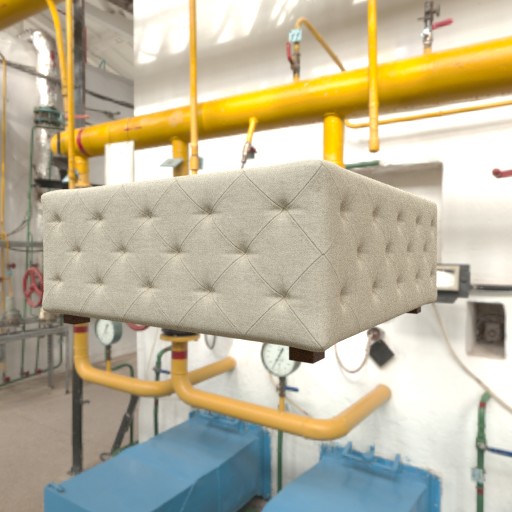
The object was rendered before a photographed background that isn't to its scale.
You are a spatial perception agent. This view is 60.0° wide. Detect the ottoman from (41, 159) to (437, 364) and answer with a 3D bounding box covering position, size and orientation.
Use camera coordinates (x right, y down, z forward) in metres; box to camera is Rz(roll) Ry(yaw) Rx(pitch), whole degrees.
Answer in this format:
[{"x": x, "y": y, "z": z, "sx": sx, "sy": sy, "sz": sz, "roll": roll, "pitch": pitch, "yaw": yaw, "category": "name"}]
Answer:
[{"x": 0.000, "y": 0.000, "z": 1.586, "sx": 1.028, "sy": 0.439, "sz": 1.028, "roll": 1, "pitch": 1, "yaw": 34, "category": "ottoman"}]
